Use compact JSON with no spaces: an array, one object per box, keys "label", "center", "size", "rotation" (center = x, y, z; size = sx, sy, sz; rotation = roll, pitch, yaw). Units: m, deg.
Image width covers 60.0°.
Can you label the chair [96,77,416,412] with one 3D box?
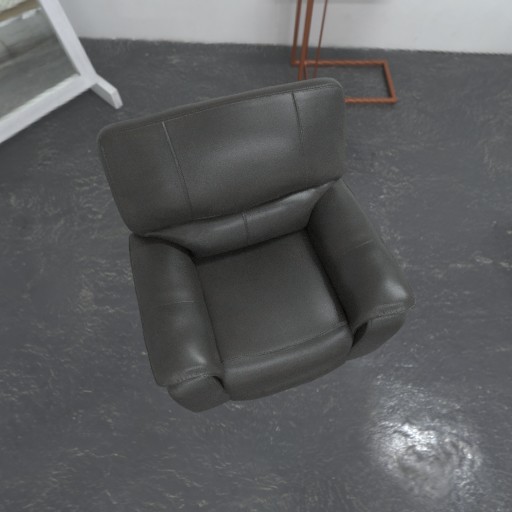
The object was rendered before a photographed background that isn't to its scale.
[{"label":"chair","center":[0.000,0.000,2.008],"size":[1.096,1.109,1.087],"rotation":[-17,64,-8]}]
